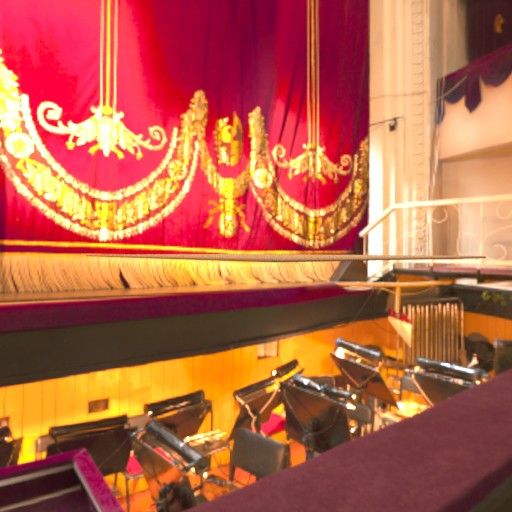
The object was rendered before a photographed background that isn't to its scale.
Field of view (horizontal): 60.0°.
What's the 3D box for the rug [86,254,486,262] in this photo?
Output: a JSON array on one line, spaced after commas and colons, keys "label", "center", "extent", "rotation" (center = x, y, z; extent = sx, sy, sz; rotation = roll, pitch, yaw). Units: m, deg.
[{"label": "rug", "center": [0.000, 0.000, 2.900], "extent": [1.532, 0.017, 2.244], "rotation": [0, 1, -37]}]
